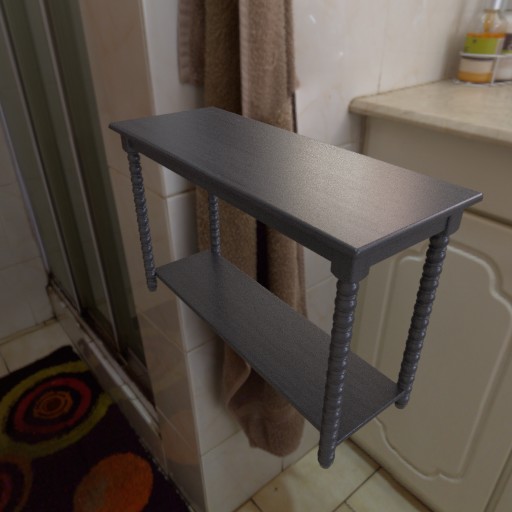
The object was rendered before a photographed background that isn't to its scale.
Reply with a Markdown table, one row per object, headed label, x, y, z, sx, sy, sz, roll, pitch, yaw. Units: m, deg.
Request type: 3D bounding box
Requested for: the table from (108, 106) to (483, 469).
| label | x | y | z | sx | sy | sz | roll | pitch | yaw |
| --- | --- | --- | --- | --- | --- | --- | --- | --- | --- |
| table | 0.000 | 0.000 | 1.513 | 0.459 | 0.735 | 1.184 | -21 | 37 | -32 |
